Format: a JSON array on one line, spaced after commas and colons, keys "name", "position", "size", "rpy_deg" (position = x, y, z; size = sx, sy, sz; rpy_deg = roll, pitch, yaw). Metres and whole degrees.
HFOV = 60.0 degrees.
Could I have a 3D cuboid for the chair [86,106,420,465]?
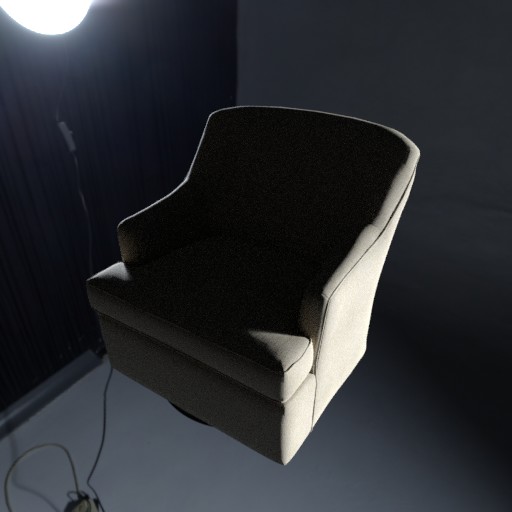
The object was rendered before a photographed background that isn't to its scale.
[{"name": "chair", "position": [0.000, 0.000, 1.594], "size": [0.864, 0.856, 0.923], "rpy_deg": [19, 36, 28]}]
